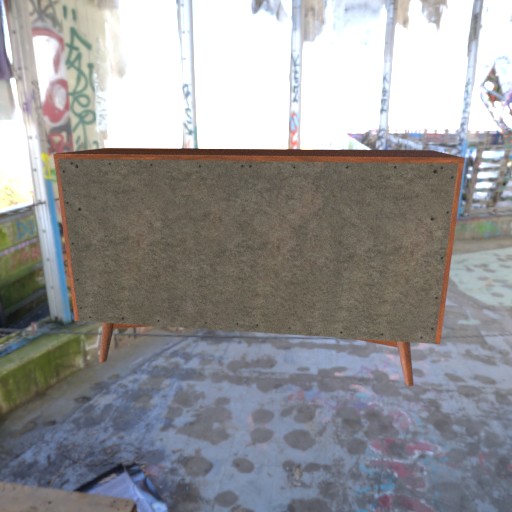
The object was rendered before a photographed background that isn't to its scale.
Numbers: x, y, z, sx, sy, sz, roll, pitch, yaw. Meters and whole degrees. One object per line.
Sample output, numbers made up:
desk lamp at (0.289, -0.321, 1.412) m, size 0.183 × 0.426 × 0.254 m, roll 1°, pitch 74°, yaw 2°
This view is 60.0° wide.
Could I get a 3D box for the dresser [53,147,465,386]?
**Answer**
dresser at (0.000, 0.000, 1.935) m, size 1.472 × 0.889 × 0.500 m, roll 2°, pitch 17°, yaw 8°
